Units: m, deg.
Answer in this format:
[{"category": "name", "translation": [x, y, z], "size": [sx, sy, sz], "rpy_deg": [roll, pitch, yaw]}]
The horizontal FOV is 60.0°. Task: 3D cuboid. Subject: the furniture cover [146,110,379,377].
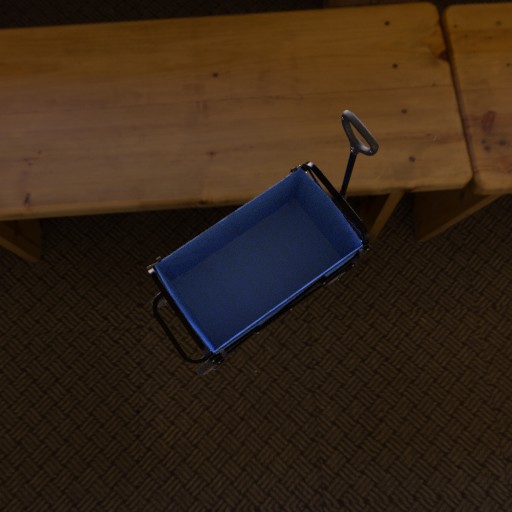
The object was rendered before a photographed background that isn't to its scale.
[{"category": "furniture cover", "translation": [0.000, 0.000, 1.836], "size": [1.038, 1.295, 0.532], "rpy_deg": [-35, 78, -8]}]
